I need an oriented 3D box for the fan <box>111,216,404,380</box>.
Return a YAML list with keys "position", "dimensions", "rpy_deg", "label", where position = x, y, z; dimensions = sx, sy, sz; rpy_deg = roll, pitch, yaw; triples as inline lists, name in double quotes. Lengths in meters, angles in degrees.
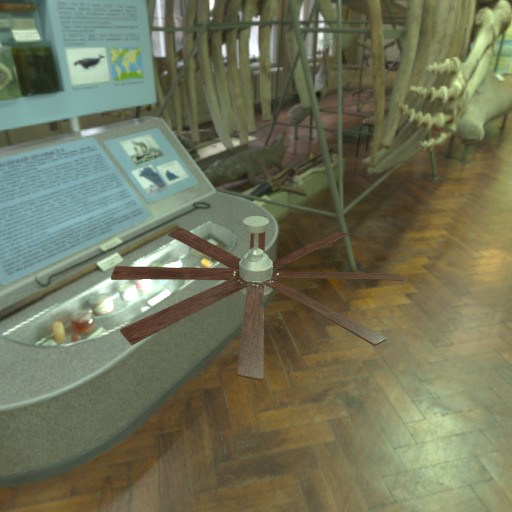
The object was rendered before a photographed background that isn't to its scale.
- position: [0.000, 0.000, 2.745]
  dimensions: [1.830, 0.472, 1.830]
  rpy_deg: [1, 28, 1]
  label: "fan"
